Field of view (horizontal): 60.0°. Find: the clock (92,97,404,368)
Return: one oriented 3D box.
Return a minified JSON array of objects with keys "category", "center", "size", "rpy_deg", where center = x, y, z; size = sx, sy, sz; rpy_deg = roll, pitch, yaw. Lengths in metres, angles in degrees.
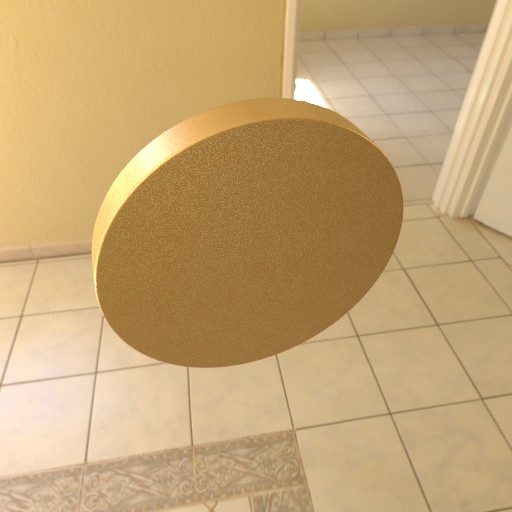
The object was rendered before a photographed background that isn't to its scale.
[{"category":"clock","center":[0.000,0.000,0.453],"size":[0.314,0.314,0.040],"rpy_deg":[-13,44,-14]}]
